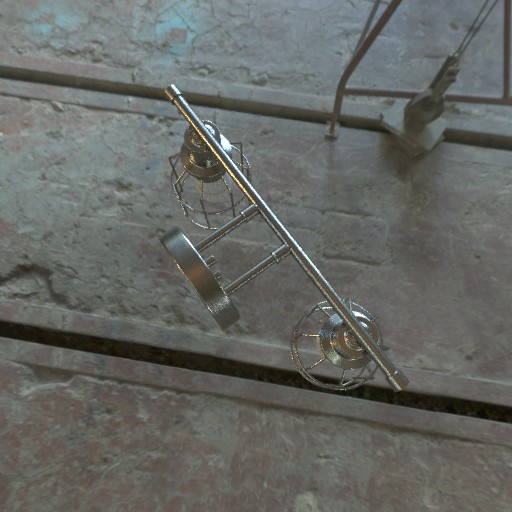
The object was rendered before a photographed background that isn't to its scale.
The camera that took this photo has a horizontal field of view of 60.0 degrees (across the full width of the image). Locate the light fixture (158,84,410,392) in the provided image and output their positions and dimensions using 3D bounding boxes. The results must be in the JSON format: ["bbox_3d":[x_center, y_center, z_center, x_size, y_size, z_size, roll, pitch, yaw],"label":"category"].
[{"bbox_3d":[0.000,0.000,0.531,0.165,0.254,0.406,-35,78,-9],"label":"light fixture"}]
